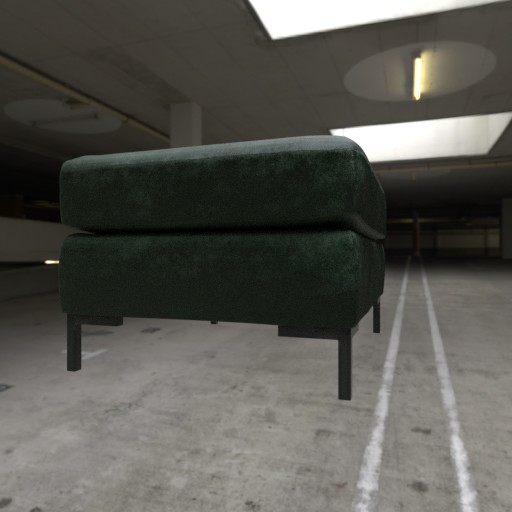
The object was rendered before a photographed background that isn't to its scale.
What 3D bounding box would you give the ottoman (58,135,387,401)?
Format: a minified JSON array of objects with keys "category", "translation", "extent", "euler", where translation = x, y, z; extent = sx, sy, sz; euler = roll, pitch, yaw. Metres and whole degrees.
[{"category":"ottoman","translation":[0.000,0.000,1.302],"extent":[0.701,0.538,0.839],"euler":[0,0,19]}]
